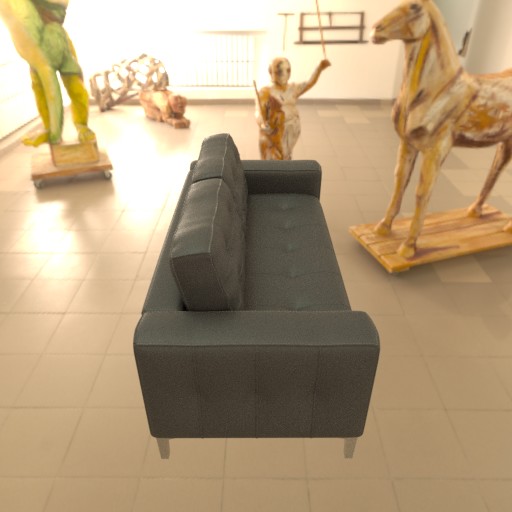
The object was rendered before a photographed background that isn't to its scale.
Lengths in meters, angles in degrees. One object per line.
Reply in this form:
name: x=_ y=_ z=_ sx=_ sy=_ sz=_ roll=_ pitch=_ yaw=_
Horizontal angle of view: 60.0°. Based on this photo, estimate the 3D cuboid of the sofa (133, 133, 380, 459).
sofa: x=0.000 y=0.000 z=2.241 sx=0.833 sy=0.893 sz=1.726 roll=0 pitch=33 yaw=0
